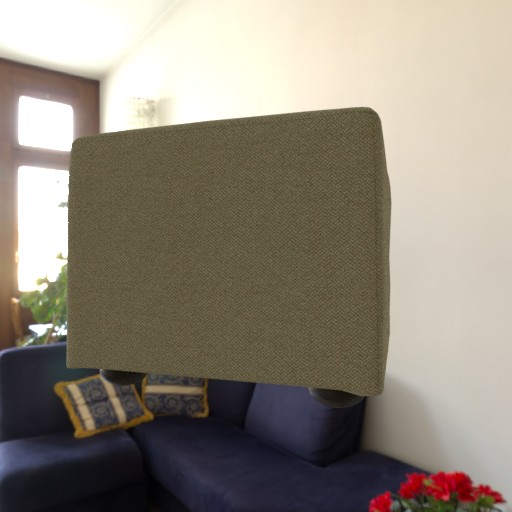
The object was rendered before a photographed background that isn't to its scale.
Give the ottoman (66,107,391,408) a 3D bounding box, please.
[{"bbox_3d":[0.000,0.000,0.900,0.521,0.453,0.512,0,-1,18],"label":"ottoman"}]
